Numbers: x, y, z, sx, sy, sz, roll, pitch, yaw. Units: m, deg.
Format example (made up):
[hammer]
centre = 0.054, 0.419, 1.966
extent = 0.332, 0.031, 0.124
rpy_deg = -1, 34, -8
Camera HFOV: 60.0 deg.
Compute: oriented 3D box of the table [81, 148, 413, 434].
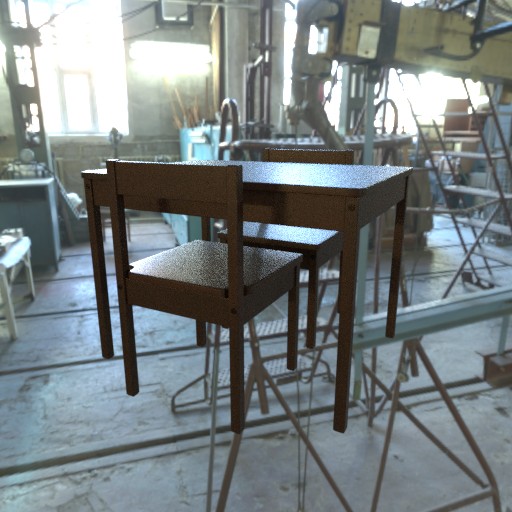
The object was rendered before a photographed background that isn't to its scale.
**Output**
[table]
centre = 0.000, 0.000, 1.119
extent = 0.650, 0.503, 0.672
rpy_deg = 8, 18, 27
